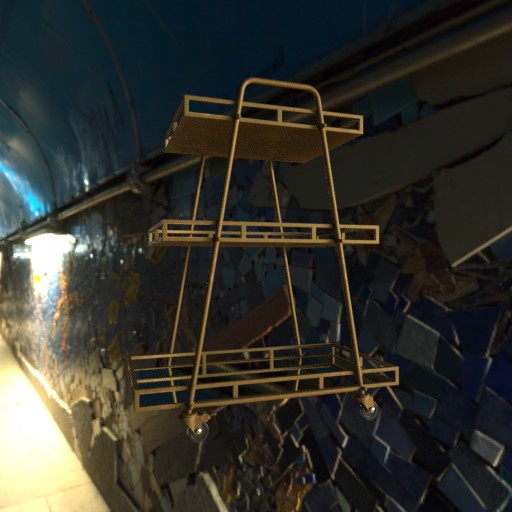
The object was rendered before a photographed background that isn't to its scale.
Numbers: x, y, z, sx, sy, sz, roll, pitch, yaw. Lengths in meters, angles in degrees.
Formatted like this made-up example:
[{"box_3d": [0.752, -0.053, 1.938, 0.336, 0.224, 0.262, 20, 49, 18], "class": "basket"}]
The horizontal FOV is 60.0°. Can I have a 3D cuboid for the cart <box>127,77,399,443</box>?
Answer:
[{"box_3d": [0.000, 0.000, 1.307, 0.711, 0.883, 0.441, 0, -1, -19], "class": "cart"}]
